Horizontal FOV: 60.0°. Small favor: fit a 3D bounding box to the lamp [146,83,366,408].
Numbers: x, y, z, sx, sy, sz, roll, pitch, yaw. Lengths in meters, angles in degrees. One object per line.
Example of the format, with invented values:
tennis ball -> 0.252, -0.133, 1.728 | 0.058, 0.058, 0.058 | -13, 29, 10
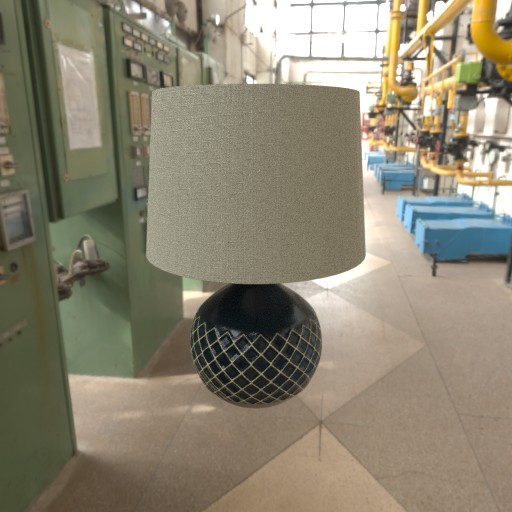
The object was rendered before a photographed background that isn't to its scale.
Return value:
lamp -> 0.000, 0.000, 0.783 | 0.376, 0.540, 0.376 | 0, 16, 0
